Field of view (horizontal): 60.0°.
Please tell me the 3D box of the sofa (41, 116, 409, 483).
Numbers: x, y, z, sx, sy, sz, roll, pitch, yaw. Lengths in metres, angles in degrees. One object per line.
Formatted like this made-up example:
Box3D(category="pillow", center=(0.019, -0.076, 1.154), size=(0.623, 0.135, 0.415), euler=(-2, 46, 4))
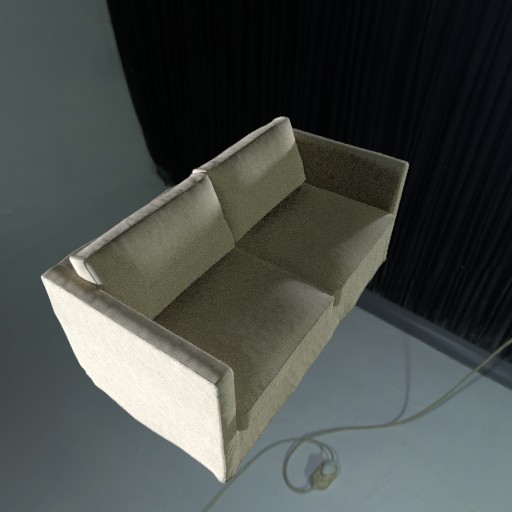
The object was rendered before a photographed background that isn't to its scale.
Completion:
Box3D(category="sofa", center=(0.000, 0.000, 2.311), size=(0.956, 0.828, 1.766), euler=(24, 47, 25))
